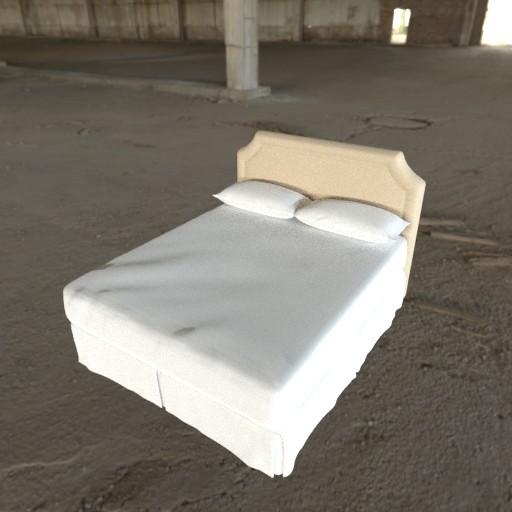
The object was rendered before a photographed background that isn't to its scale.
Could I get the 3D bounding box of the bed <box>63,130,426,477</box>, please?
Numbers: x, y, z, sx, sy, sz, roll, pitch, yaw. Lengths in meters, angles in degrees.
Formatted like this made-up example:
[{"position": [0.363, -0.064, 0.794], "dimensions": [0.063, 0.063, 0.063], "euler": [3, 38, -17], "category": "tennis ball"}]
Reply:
[{"position": [0.000, 0.000, 3.859], "dimensions": [2.134, 1.524, 2.548], "euler": [18, 33, 29], "category": "bed"}]
